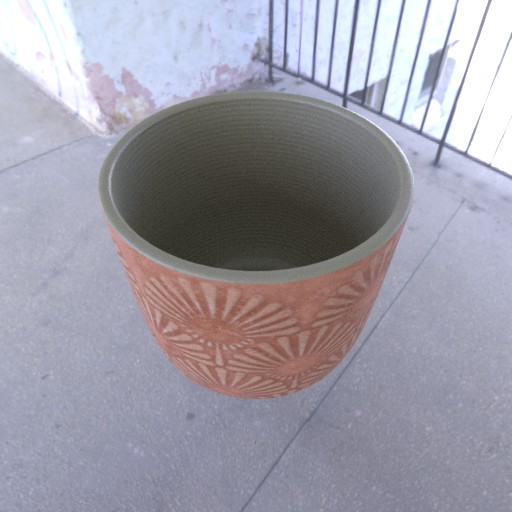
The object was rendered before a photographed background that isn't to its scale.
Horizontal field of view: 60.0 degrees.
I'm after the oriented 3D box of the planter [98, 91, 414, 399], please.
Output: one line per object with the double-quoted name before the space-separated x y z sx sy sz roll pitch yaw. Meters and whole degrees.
"planter" 0.000 0.000 0.217 0.124 0.109 0.124 0 47 0
